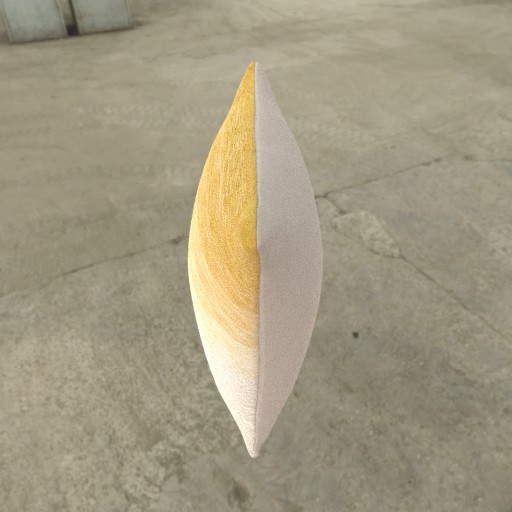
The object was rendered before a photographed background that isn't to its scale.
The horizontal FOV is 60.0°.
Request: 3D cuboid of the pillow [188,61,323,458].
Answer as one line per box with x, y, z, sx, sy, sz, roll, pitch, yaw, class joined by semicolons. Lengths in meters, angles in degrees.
0.000;0.000;0.703;0.211;0.450;0.450;0;43;0;pillow
